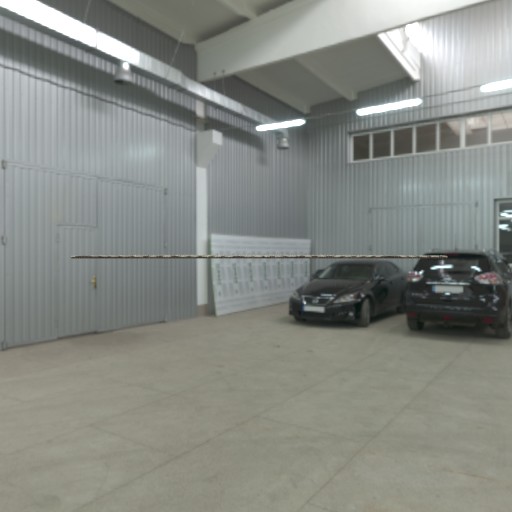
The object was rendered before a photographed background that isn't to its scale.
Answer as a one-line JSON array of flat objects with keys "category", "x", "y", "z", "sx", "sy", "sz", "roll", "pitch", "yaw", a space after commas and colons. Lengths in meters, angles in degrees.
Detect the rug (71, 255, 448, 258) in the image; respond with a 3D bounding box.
[{"category": "rug", "x": 0.000, "y": 0.000, "z": 2.993, "sx": 1.517, "sy": 0.011, "sz": 2.435, "roll": 0, "pitch": 0, "yaw": -1}]
